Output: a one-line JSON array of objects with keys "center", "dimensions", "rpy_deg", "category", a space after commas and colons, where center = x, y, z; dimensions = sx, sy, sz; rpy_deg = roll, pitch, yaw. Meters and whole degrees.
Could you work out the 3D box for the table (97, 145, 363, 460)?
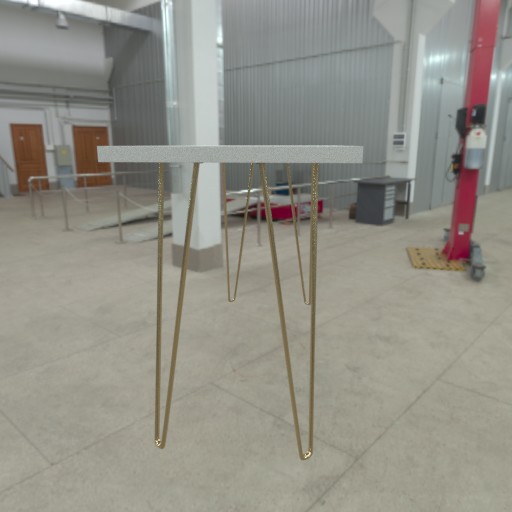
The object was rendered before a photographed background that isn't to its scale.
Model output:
[{"center": [0.000, 0.000, 1.368], "dimensions": [0.498, 0.660, 0.991], "rpy_deg": [2, 14, 6], "category": "table"}]
